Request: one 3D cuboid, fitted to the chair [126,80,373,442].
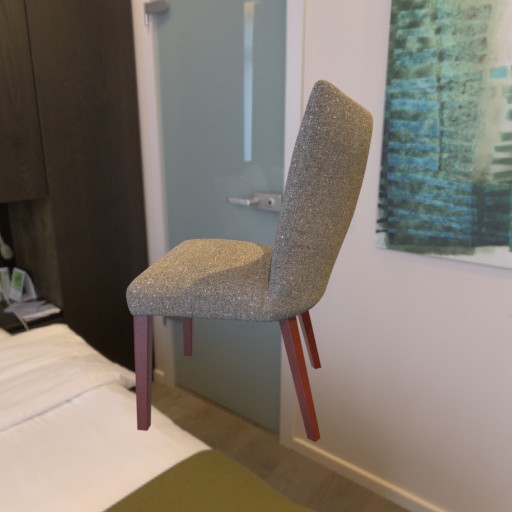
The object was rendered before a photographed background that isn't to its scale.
[{"bbox_3d":[0.000,0.000,1.318,0.623,0.924,0.535,2,16,8],"label":"chair"}]
